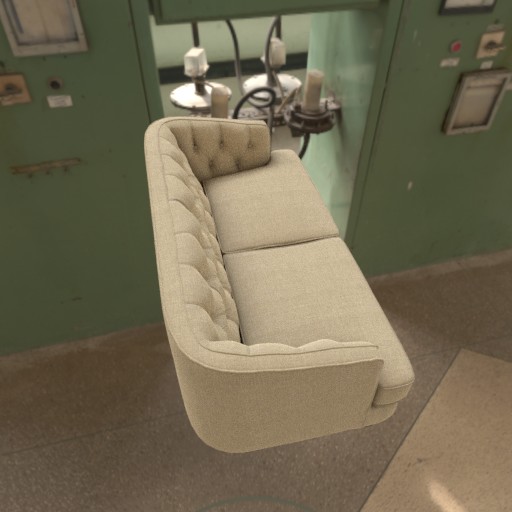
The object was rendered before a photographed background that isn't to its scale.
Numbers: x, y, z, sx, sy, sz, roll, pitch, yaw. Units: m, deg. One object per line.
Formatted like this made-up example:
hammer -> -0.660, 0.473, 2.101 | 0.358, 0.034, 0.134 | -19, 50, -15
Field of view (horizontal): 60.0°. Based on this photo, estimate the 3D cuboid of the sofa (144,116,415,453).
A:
sofa -> 0.000, 0.000, 2.270 | 0.941, 0.855, 1.733 | -10, 47, -9
